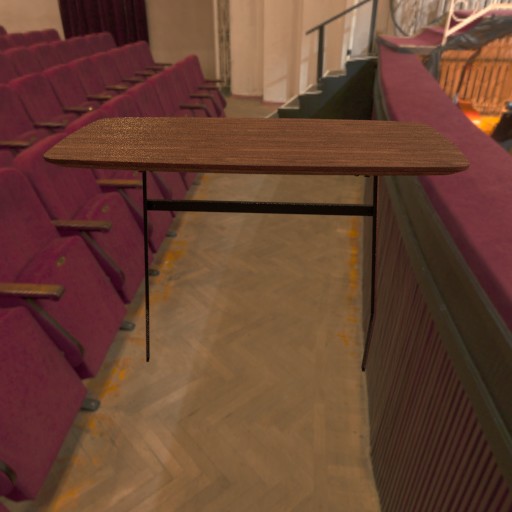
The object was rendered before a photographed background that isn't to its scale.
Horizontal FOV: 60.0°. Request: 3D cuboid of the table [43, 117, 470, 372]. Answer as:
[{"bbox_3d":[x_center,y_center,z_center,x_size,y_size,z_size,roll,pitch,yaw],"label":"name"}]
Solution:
[{"bbox_3d":[0.000,0.000,1.079,0.804,0.576,0.361,2,30,3],"label":"table"}]
